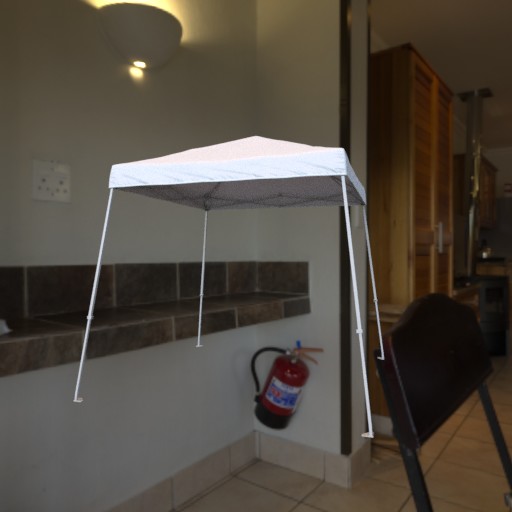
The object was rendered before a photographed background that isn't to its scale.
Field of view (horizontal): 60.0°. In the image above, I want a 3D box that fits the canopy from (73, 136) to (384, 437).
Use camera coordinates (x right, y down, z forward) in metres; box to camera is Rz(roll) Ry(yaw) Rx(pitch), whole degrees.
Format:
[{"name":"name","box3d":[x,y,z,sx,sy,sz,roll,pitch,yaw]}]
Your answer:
[{"name":"canopy","box3d":[0.000,0.000,5.266,2.848,2.849,2.849,0,0,18]}]
